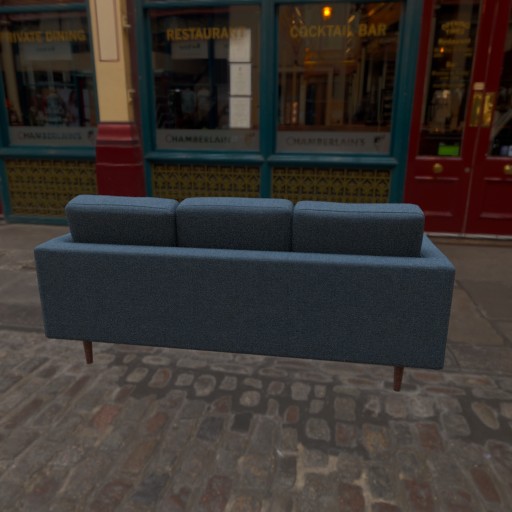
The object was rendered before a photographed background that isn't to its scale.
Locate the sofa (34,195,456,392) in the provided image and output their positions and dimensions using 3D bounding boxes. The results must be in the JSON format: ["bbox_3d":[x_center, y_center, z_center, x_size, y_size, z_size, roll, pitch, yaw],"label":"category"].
[{"bbox_3d":[0.000,0.000,2.946,2.055,0.957,1.667,3,16,9],"label":"sofa"}]
